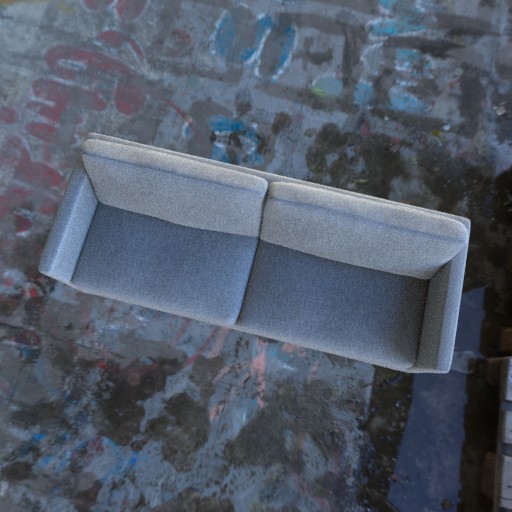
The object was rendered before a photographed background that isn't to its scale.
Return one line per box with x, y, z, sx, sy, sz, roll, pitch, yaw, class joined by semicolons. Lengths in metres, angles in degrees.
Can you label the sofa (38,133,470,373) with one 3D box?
0.000;0.000;2.854;2.434;0.951;0.948;13;77;3;sofa
